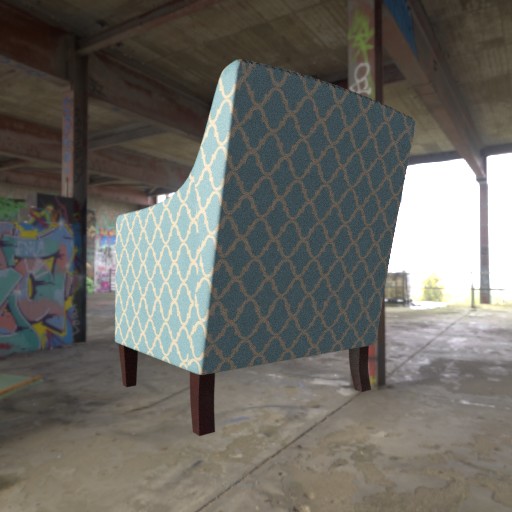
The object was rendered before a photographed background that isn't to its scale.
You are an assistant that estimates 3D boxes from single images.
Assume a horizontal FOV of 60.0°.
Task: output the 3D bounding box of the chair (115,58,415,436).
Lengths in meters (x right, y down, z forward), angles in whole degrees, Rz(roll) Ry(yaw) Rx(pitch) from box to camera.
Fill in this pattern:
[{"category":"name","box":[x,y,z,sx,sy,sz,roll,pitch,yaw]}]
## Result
[{"category":"chair","box":[0.000,0.000,1.326,0.617,0.817,0.686,1,-1,-37]}]
